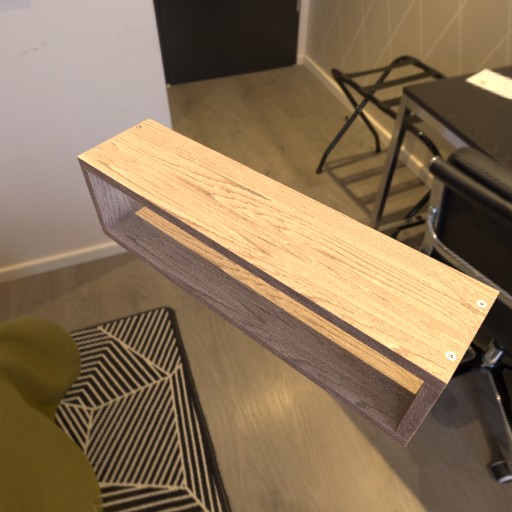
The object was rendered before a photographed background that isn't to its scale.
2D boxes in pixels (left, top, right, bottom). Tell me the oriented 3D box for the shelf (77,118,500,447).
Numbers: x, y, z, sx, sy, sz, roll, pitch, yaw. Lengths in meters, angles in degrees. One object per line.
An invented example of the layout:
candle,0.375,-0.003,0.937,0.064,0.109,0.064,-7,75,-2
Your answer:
shelf,0.000,0.000,0.669,0.610,0.170,0.150,31,54,26
